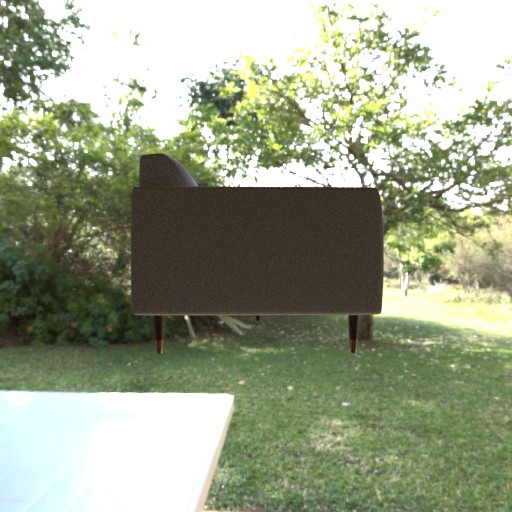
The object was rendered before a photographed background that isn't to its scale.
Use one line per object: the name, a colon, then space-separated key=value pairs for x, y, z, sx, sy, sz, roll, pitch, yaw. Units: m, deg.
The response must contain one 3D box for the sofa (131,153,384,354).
sofa: x=0.000 y=0.000 z=2.787 sx=0.990 sy=0.821 sz=2.291 roll=0 pitch=-1 yaw=-1
